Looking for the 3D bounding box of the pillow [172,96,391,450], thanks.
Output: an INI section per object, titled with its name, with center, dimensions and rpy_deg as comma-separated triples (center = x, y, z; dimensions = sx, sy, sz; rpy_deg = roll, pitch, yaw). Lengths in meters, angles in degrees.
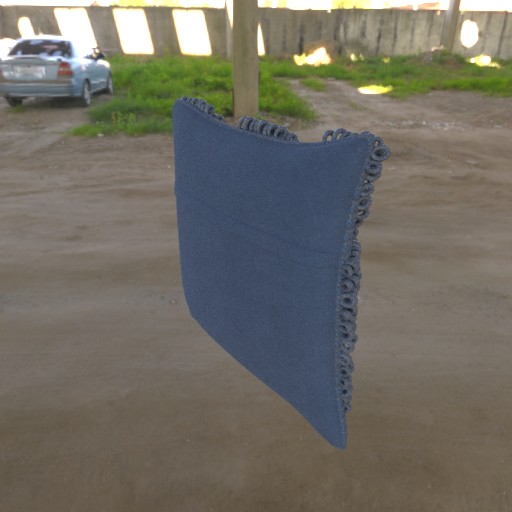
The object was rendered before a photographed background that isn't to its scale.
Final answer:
[pillow]
center = 0.000, 0.000, 0.736
dimensions = 0.172, 0.466, 0.469
rpy_deg = -19, 32, -33
